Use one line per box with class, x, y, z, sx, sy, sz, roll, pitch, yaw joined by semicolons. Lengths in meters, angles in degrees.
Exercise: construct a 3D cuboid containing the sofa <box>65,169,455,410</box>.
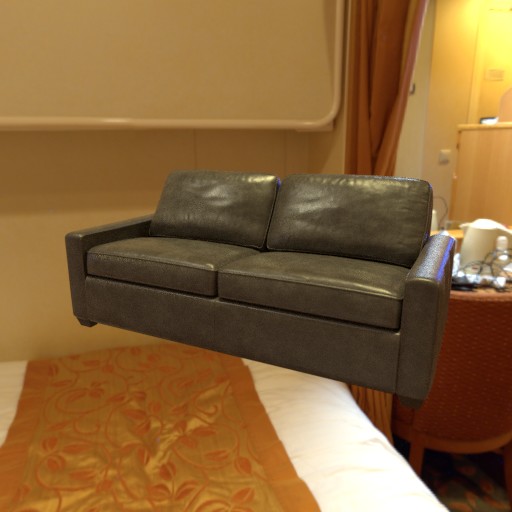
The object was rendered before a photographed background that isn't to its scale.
sofa;0.000;0.000;2.577;2.081;0.916;0.939;7;16;26
